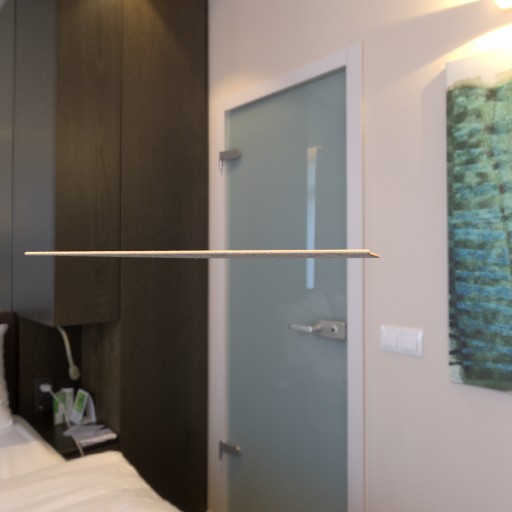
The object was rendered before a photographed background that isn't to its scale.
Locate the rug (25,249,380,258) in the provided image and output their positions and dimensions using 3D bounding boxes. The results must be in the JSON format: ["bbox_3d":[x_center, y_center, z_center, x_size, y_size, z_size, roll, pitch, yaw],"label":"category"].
[{"bbox_3d":[0.000,0.000,2.887,1.526,0.014,2.290,0,-1,16],"label":"rug"}]
